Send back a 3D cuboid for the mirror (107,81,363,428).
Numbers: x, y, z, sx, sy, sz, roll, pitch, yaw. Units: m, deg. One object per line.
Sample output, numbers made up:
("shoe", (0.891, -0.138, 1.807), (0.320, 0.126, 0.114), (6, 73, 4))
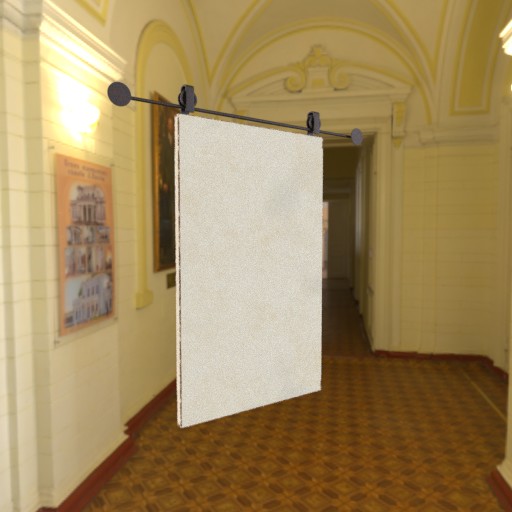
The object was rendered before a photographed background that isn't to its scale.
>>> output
("mirror", (0.000, 0.000, 1.222), (0.808, 0.844, 0.037), (-2, 4, -35))
